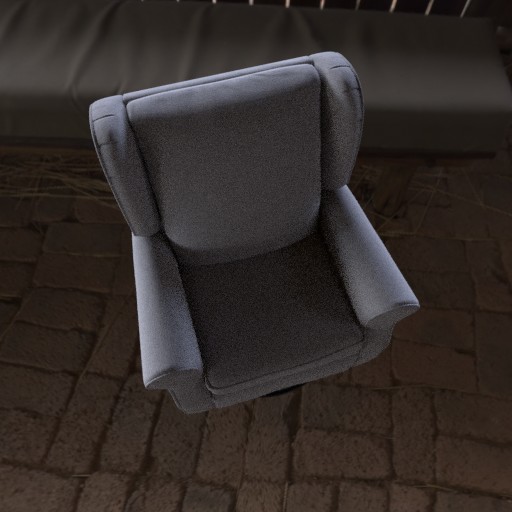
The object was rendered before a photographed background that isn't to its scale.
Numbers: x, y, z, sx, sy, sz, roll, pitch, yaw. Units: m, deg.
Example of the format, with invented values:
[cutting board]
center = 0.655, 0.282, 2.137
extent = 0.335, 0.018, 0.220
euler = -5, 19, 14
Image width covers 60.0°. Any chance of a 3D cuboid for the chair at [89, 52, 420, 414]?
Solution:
[chair]
center = 0.000, 0.000, 1.588
extent = 0.906, 0.966, 0.854
euler = -15, 65, -7
